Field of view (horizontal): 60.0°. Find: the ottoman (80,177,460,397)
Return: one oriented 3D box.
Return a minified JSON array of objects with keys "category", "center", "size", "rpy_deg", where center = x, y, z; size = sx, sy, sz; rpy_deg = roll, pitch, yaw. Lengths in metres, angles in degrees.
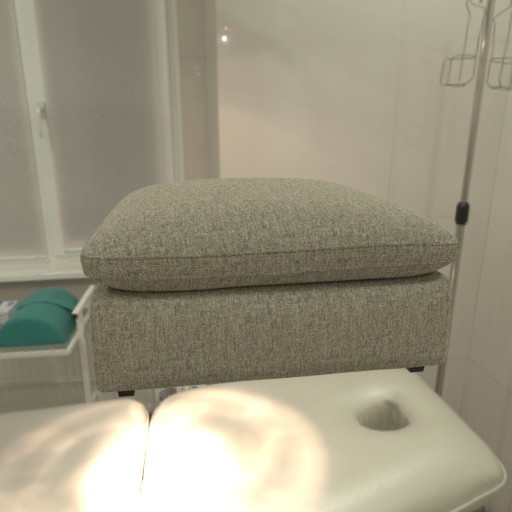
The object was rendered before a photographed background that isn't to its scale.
[{"category":"ottoman","center":[0.000,0.000,1.651],"size":[1.039,0.526,1.035],"rpy_deg":[-2,16,-8]}]
